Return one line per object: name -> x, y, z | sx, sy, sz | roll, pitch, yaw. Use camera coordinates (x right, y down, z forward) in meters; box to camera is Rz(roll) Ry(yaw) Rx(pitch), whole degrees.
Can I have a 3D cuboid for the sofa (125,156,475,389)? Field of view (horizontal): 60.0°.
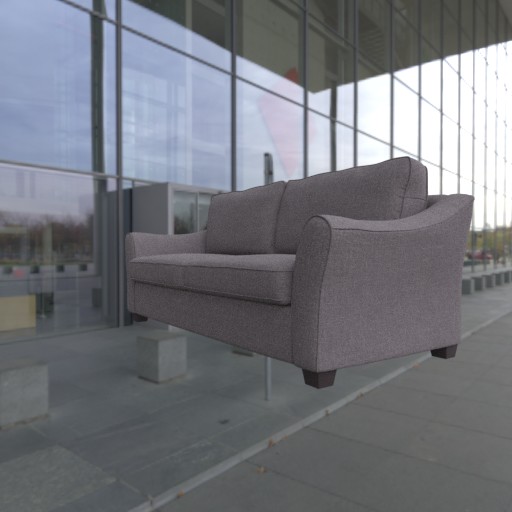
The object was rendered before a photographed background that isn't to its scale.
sofa -> 0.000, 0.000, 2.707 | 1.013, 0.976, 2.203 | -1, 1, -35
